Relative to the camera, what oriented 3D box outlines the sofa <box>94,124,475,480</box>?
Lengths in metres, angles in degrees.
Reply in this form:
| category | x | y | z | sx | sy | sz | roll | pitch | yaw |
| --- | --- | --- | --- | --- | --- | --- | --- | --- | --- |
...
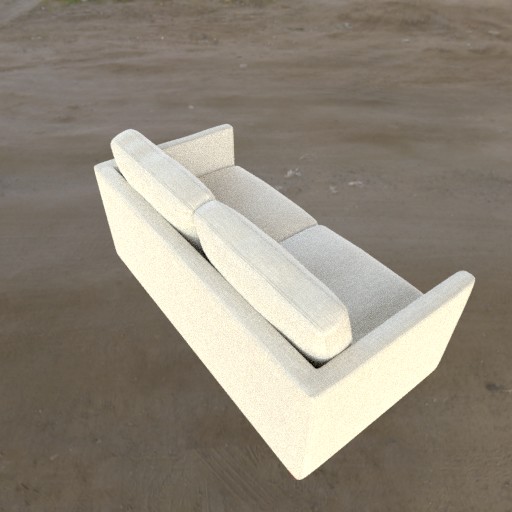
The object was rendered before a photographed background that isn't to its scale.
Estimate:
| category | x | y | z | sx | sy | sz | roll | pitch | yaw |
| --- | --- | --- | --- | --- | --- | --- | --- | --- | --- |
| sofa | 0.000 | 0.000 | 2.332 | 0.950 | 0.963 | 1.838 | -26 | 48 | -27 |
